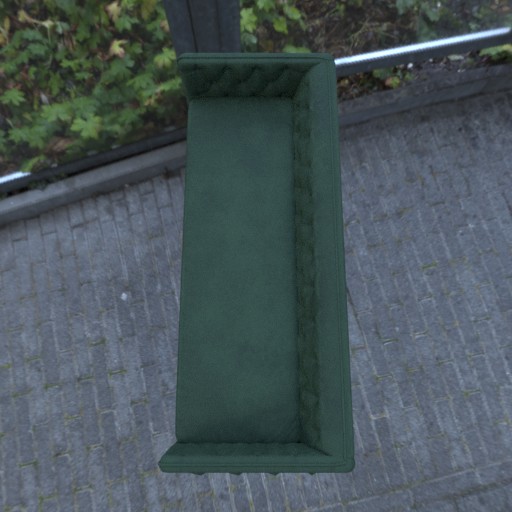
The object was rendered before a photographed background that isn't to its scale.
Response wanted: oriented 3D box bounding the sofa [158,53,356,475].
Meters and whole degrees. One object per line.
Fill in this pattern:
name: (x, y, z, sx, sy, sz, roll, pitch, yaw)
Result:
sofa: (0.000, 0.000, 2.578, 0.895, 0.771, 2.209, 0, 76, 0)
